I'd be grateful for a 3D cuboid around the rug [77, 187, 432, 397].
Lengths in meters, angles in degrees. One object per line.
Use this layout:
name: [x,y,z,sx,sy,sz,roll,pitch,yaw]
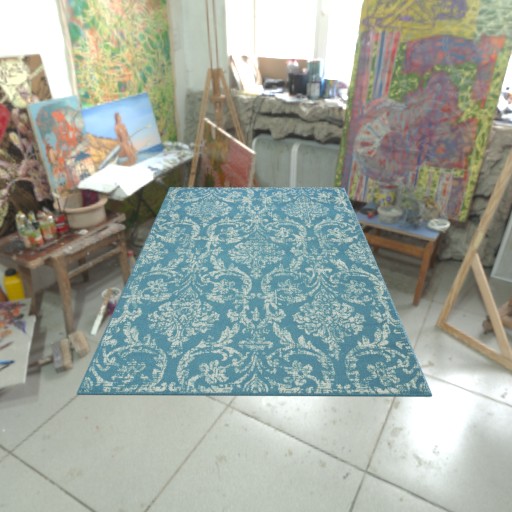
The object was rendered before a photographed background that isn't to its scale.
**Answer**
rug: [0.000,0.000,3.433,1.816,0.018,2.746,0,31,0]
